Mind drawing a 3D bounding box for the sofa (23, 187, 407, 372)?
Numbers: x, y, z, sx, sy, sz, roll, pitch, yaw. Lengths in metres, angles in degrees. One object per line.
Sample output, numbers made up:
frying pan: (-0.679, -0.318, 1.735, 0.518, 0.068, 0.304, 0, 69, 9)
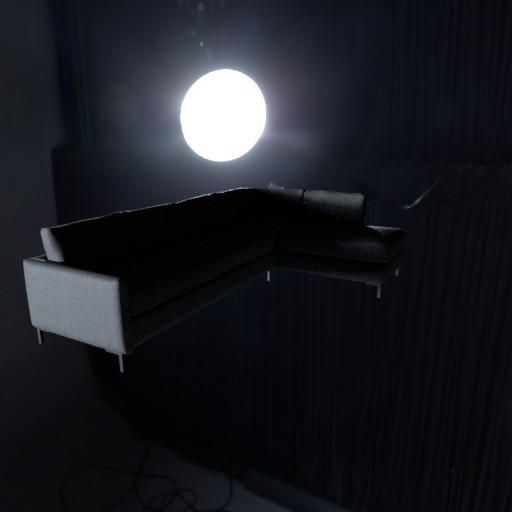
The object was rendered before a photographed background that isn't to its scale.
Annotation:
sofa: (0.000, 0.000, 3.809, 1.984, 0.858, 2.972, 8, 17, 28)
